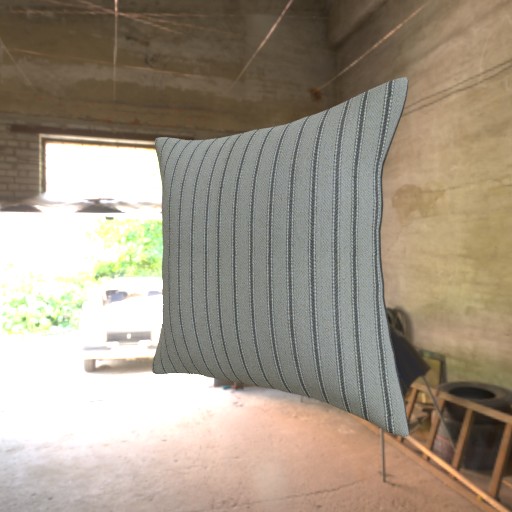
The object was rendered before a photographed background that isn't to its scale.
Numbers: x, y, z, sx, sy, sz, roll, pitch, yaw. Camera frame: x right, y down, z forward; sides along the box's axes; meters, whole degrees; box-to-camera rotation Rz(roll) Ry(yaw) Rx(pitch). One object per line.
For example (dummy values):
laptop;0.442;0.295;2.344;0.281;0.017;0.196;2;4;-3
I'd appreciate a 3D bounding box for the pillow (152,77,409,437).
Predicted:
pillow;0.000;0.000;0.682;0.468;0.444;0.138;0;0;36
